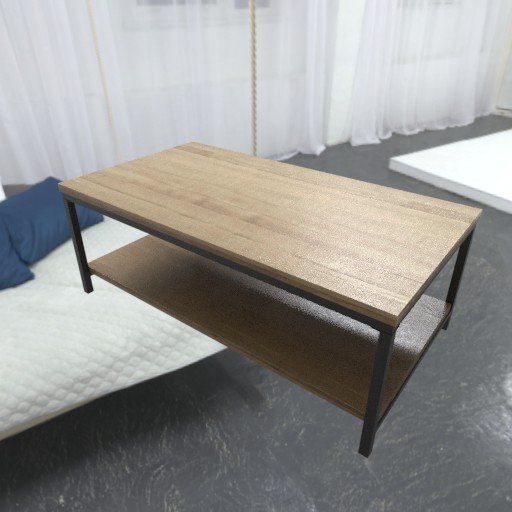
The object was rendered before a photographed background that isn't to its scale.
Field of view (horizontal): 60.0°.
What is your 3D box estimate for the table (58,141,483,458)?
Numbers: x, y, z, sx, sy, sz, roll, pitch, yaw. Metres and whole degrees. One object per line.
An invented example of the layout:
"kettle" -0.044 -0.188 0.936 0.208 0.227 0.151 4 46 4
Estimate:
"table" 0.000 0.000 1.345 1.062 0.393 0.574 21 36 32
